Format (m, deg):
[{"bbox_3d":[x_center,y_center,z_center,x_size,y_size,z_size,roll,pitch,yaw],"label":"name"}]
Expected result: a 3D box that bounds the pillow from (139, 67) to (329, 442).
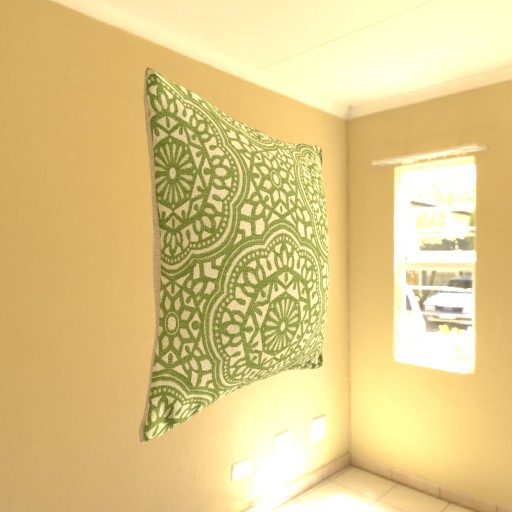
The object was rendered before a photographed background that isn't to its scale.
[{"bbox_3d":[0.000,0.000,0.670,0.162,0.419,0.440,0,-1,35],"label":"pillow"}]
